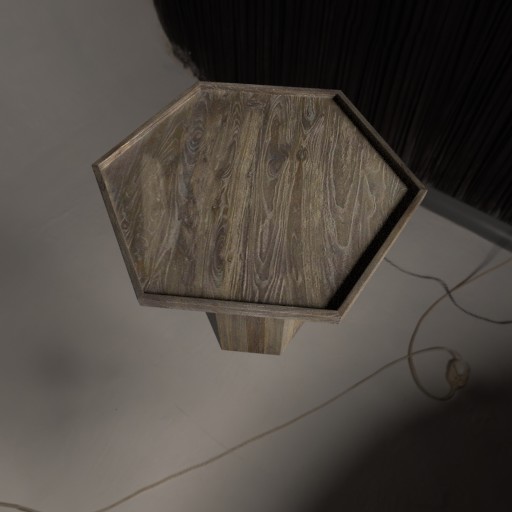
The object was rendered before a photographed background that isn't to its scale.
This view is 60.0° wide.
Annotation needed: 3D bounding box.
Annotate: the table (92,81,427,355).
[{"bbox_3d":[0.000,0.000,1.143,0.592,0.586,0.683,31,62,19],"label":"table"}]
